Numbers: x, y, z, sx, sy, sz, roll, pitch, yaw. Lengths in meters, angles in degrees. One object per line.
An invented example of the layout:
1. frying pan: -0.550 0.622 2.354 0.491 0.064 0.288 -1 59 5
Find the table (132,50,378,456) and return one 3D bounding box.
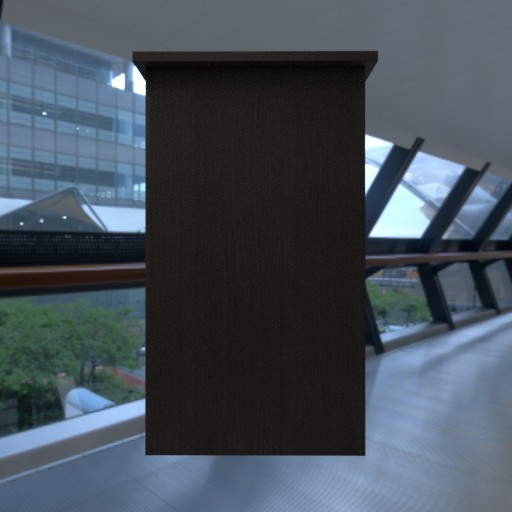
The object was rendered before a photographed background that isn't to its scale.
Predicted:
1. table: 0.000 0.000 0.925 0.381 0.635 0.480 0 0 0
